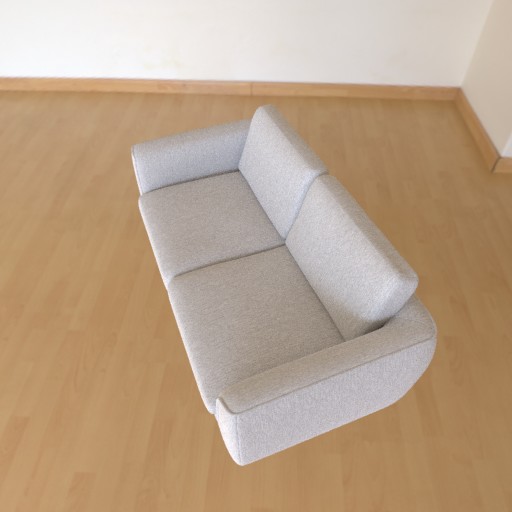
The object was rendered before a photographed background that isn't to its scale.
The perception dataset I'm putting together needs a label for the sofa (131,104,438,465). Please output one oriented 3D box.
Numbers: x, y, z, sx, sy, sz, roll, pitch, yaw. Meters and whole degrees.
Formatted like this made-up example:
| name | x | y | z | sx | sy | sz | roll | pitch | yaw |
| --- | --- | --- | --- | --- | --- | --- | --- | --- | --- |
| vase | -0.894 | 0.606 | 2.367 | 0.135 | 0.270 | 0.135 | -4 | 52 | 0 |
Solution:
| name | x | y | z | sx | sy | sz | roll | pitch | yaw |
| --- | --- | --- | --- | --- | --- | --- | --- | --- | --- |
| sofa | 0.000 | 0.000 | 2.182 | 0.920 | 0.850 | 1.700 | -16 | 49 | -15 |
